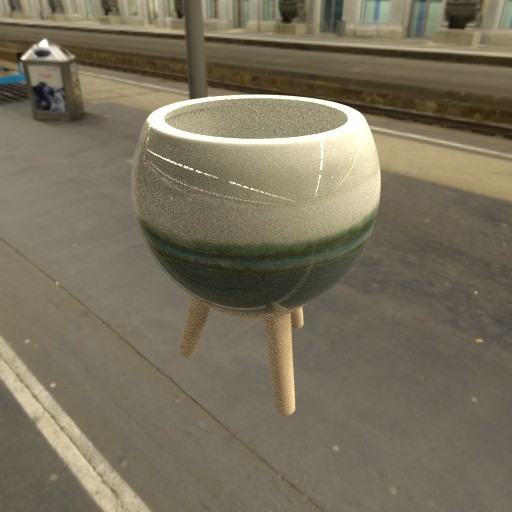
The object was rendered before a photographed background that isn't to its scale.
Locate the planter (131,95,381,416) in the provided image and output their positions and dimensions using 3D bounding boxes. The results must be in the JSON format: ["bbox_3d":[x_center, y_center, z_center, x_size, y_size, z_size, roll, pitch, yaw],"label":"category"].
[{"bbox_3d":[0.000,0.000,0.444,0.222,0.278,0.222,0,30,0],"label":"planter"}]
